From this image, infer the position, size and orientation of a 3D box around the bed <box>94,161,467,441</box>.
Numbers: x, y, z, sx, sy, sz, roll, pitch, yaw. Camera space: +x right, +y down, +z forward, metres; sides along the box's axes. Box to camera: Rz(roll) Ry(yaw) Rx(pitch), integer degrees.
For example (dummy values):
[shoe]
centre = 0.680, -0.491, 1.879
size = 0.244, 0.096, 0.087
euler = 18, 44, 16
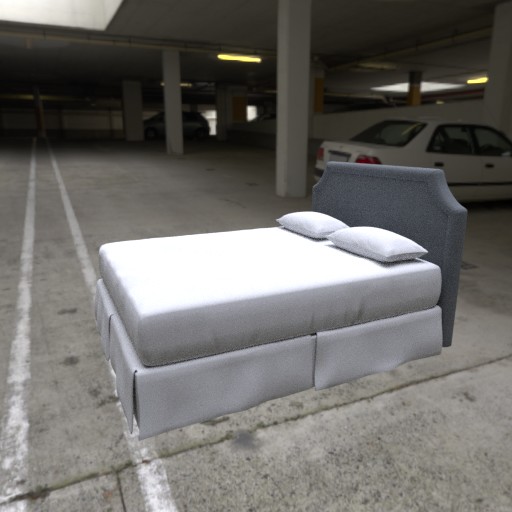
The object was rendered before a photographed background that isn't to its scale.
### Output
[bed]
centre = 0.000, 0.000, 3.328
size = 2.259, 1.296, 1.811
euler = -7, 16, -25
